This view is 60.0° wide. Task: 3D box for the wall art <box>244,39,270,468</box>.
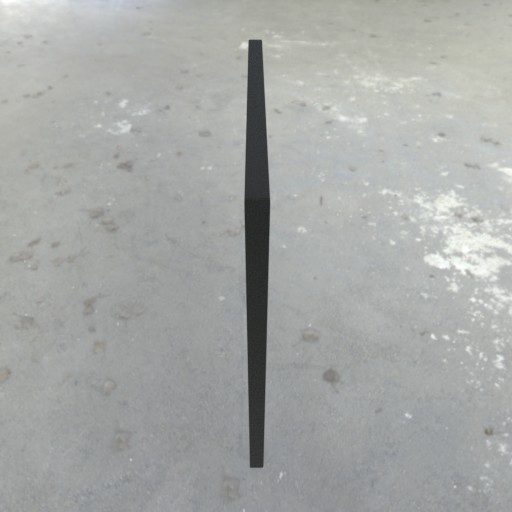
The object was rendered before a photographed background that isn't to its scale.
[{"bbox_3d":[0.000,0.000,0.690,0.021,0.508,0.432,0,42,0],"label":"wall art"}]
